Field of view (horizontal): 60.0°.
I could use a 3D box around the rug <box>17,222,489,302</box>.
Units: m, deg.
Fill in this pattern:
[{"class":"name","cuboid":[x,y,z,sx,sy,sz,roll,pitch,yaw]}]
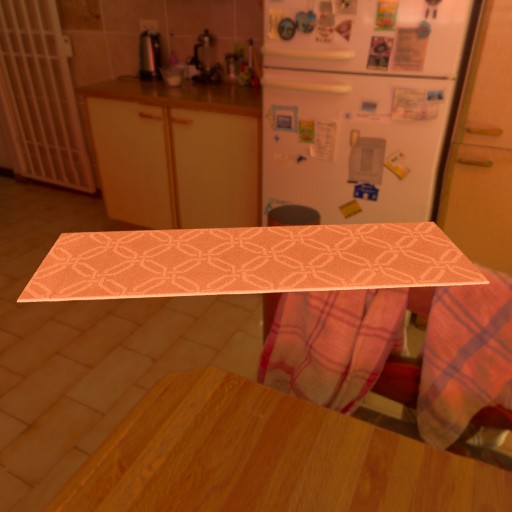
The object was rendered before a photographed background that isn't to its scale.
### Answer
[{"class":"rug","cuboid":[0.000,0.000,2.418,2.276,0.014,0.678,-2,31,-3]}]
